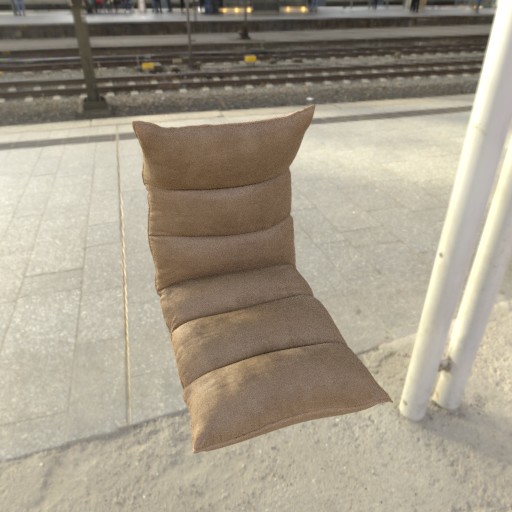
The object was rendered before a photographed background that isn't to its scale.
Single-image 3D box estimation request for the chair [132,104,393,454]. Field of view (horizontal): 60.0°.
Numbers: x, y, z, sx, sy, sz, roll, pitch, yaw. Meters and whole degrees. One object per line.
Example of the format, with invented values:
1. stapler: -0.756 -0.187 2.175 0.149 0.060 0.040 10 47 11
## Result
1. chair: 0.000 0.000 1.617 0.714 0.892 0.985 -10 32 -16
